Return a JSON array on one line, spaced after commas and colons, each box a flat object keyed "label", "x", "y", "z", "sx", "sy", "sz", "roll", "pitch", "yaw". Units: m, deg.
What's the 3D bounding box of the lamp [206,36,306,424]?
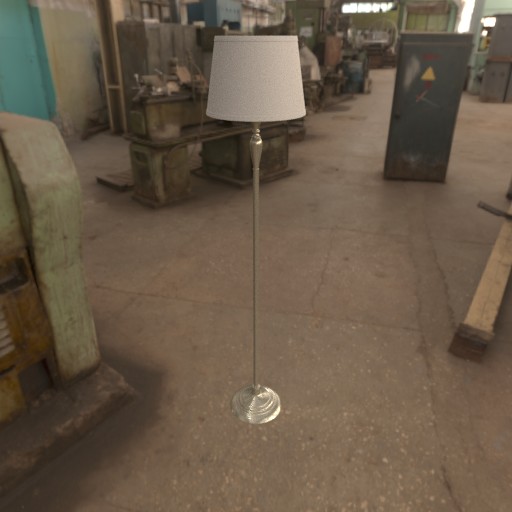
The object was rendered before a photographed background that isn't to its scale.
[{"label": "lamp", "x": 0.000, "y": 0.000, "z": 1.693, "sx": 0.327, "sy": 1.506, "sz": 0.327, "roll": 8, "pitch": 27, "yaw": 16}]
